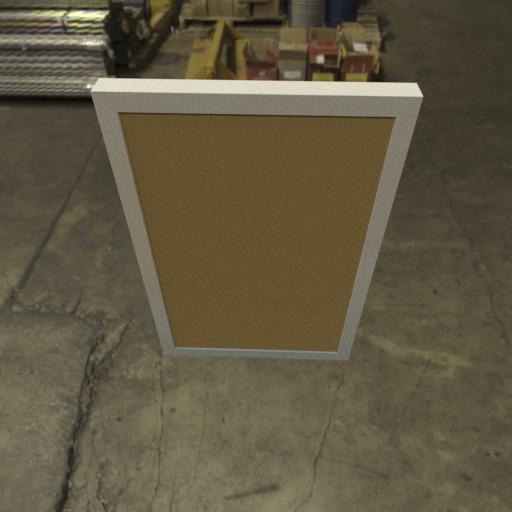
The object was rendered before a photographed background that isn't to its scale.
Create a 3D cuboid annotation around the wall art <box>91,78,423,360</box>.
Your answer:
[{"bbox_3d":[0.000,0.000,0.776,0.408,0.611,0.038,1,46,1],"label":"wall art"}]
